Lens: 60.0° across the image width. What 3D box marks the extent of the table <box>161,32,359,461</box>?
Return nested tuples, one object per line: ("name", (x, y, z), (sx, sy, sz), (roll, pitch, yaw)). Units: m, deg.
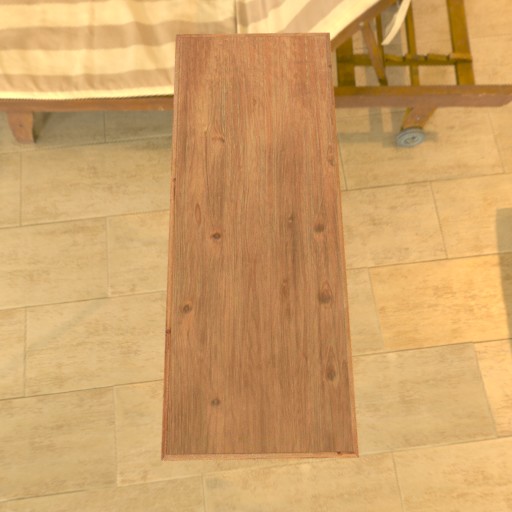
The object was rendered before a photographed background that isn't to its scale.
("table", (0.000, 0.000, 1.750), (0.522, 0.873, 1.330), (-1, 75, 0))
